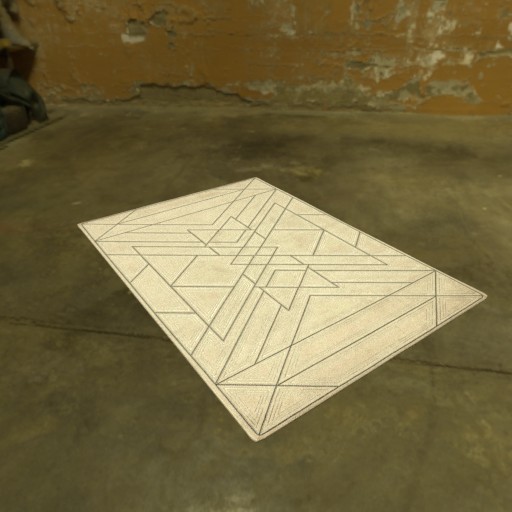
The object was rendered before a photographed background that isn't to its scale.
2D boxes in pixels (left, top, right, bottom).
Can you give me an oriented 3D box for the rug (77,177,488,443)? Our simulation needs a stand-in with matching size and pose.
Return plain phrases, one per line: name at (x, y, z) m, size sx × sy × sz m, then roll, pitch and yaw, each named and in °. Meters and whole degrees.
rug at (0.000, 0.000, 4.313) m, size 2.436 × 0.026 × 3.381 m, roll -20°, pitch 37°, yaw -30°
